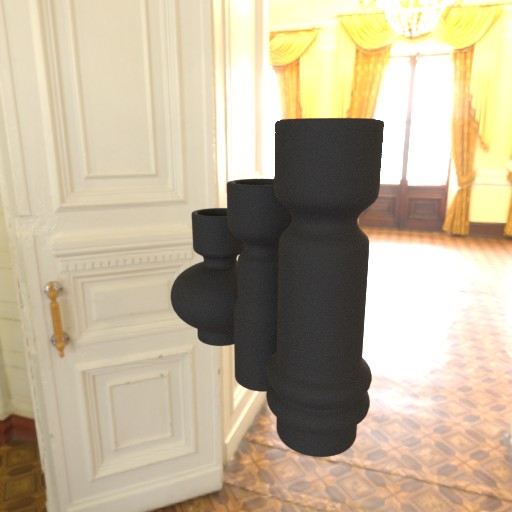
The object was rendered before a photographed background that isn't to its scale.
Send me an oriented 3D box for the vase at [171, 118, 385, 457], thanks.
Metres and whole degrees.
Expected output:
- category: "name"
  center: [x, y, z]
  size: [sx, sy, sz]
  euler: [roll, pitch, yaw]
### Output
- category: "vase"
  center: [0.000, 0.000, 0.435]
  size: [0.120, 0.249, 0.307]
  euler: [-8, 17, -26]
